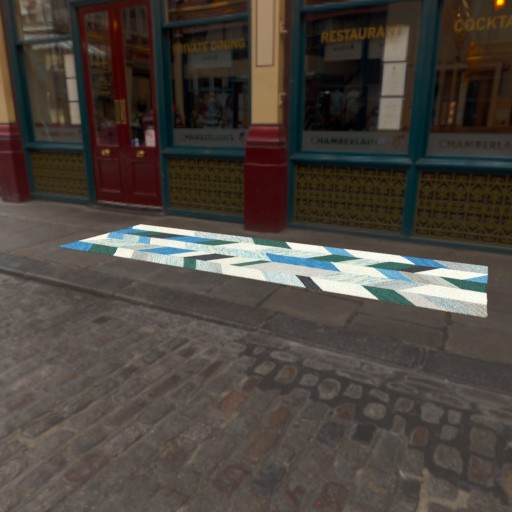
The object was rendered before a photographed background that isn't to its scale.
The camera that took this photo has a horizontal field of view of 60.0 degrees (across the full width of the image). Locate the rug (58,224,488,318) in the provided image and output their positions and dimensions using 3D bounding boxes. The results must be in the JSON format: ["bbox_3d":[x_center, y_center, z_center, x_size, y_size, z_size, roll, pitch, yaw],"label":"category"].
[{"bbox_3d":[0.000,0.000,2.602,2.437,0.008,0.774,8,18,26],"label":"rug"}]
